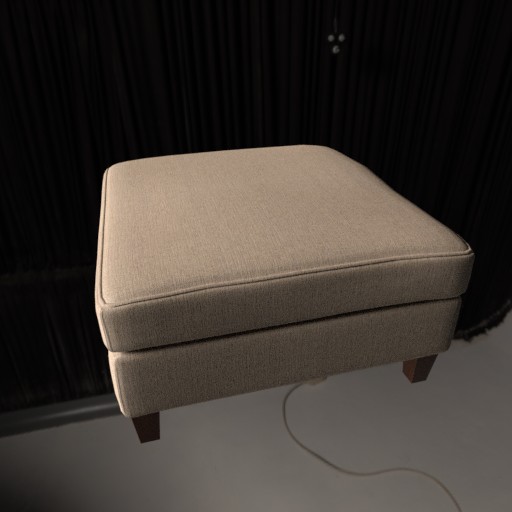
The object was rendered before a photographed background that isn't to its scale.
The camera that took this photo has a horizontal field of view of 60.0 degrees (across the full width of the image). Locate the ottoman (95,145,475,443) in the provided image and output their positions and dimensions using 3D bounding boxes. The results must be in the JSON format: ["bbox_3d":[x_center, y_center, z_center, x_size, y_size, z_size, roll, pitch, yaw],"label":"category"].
[{"bbox_3d":[0.000,0.000,1.325,0.838,0.481,0.838,-8,31,-13],"label":"ottoman"}]
